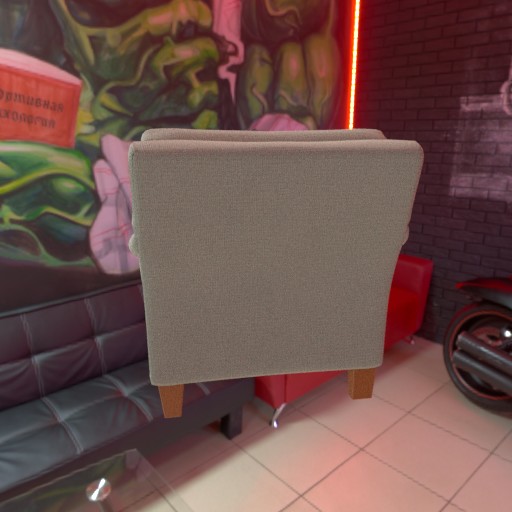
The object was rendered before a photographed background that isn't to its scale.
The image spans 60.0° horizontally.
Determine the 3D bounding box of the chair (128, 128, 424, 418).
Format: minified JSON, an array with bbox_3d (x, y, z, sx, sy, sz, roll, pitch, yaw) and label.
[{"bbox_3d":[0.000,0.000,1.891,0.955,1.038,1.070,-2,15,-9],"label":"chair"}]
